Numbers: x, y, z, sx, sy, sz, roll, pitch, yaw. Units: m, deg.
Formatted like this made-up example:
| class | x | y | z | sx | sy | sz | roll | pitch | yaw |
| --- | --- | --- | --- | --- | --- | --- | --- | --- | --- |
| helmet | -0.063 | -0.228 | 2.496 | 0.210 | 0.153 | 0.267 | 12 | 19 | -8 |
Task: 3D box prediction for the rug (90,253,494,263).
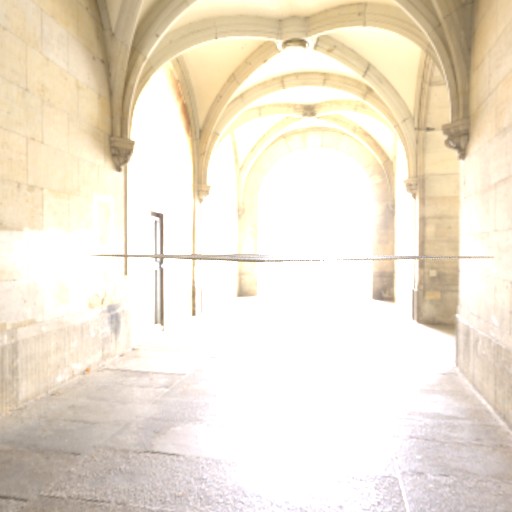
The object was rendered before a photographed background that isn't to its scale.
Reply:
| class | x | y | z | sx | sy | sz | roll | pitch | yaw |
| --- | --- | --- | --- | --- | --- | --- | --- | --- | --- |
| rug | 0.000 | 0.000 | 2.266 | 1.202 | 0.006 | 1.813 | -1 | 1 | -34 |
